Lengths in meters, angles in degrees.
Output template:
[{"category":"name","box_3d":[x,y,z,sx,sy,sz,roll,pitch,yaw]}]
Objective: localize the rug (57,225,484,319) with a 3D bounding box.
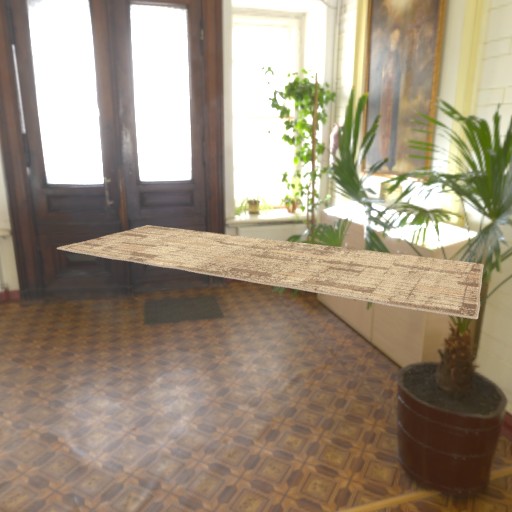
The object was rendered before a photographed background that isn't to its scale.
[{"category":"rug","box_3d":[0.000,0.000,2.605,2.383,0.018,0.857,8,17,27]}]
